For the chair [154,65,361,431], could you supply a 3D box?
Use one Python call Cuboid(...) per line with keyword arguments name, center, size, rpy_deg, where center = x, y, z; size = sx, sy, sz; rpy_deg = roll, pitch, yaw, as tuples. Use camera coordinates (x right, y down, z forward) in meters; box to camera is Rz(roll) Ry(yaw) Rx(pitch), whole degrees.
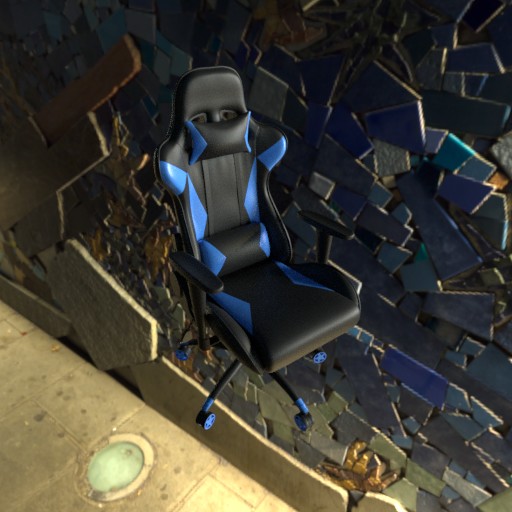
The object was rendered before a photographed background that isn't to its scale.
Cuboid(name="chair", center=(0.000, 0.000, 1.682), size=(0.695, 1.282, 0.730), rpy_deg=(-21, 36, -32))
